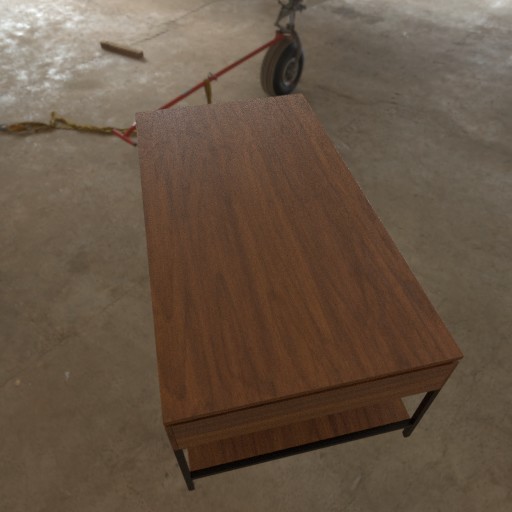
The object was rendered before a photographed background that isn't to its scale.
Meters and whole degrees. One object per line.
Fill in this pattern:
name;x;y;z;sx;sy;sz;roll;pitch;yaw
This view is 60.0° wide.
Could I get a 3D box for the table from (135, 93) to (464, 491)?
table;0.000;0.000;1.305;0.574;0.414;1.057;-10;48;-9
